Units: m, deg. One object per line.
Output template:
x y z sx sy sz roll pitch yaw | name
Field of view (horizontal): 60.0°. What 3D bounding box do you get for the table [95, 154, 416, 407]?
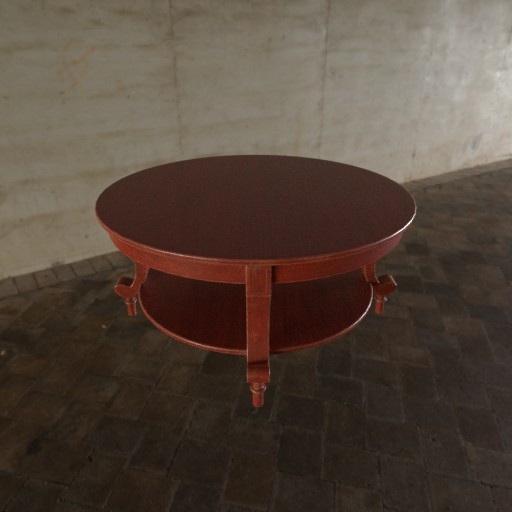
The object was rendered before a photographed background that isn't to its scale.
0.000 0.000 1.590 1.029 0.486 1.029 0 26 0 | table
